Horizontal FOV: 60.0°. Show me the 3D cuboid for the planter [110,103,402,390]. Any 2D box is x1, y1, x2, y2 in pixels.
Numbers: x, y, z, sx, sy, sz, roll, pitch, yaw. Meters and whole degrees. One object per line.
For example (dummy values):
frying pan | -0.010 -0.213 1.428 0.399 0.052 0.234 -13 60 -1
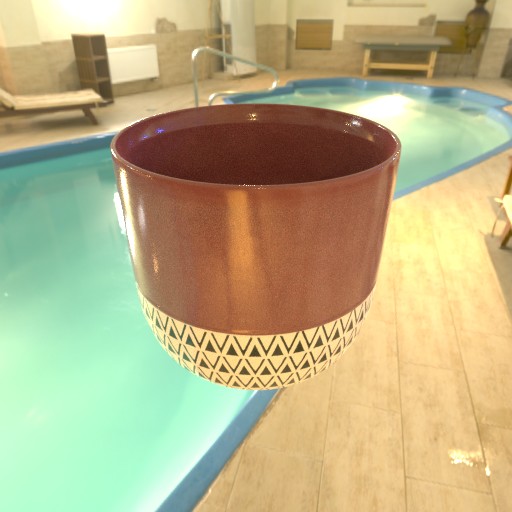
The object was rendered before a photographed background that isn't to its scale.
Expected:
planter | 0.000 0.000 0.488 0.266 0.270 0.266 0 31 0
